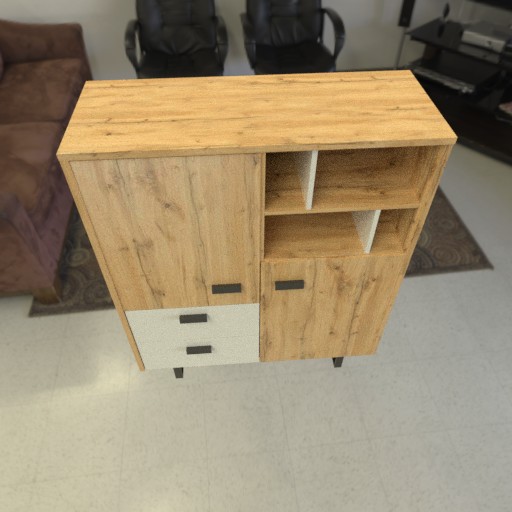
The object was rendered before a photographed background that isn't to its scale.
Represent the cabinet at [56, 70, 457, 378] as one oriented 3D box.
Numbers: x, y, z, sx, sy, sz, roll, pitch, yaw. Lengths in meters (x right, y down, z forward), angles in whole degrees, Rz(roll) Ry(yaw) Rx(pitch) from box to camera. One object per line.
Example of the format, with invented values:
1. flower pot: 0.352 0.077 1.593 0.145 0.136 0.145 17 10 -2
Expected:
1. cabinet: 0.000 0.000 1.943 1.168 1.397 0.473 -3 47 -3
